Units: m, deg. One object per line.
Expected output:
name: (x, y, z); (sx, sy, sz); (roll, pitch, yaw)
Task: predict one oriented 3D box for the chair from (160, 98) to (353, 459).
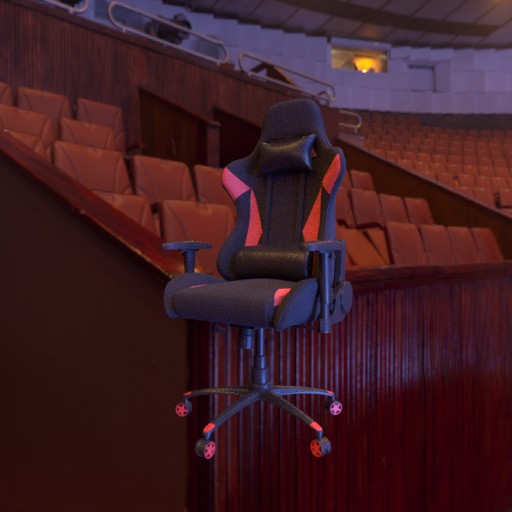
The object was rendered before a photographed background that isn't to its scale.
chair: (0.000, 0.000, 1.709); (0.695, 1.326, 0.658); (1, 2, 34)
